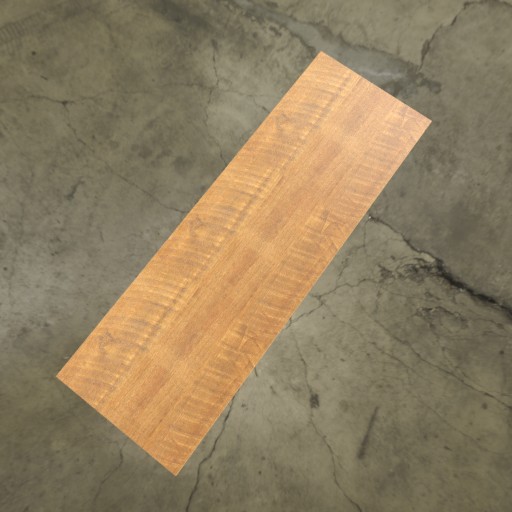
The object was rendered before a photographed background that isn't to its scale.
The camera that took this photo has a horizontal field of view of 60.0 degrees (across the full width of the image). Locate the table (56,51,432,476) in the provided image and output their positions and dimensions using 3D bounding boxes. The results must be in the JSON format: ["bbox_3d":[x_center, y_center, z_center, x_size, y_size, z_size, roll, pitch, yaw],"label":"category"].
[{"bbox_3d":[0.000,0.000,1.768,0.499,0.491,1.499,36,80,8],"label":"table"}]
